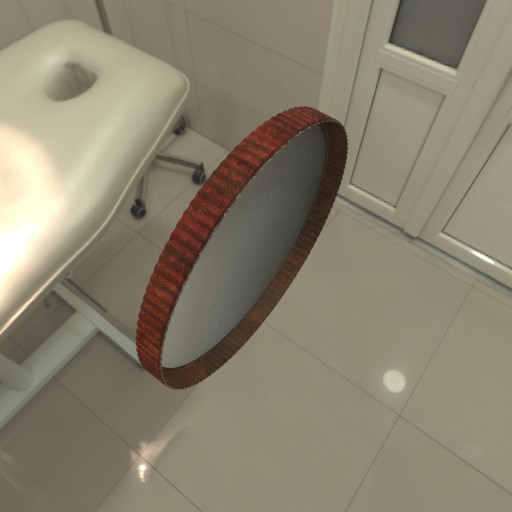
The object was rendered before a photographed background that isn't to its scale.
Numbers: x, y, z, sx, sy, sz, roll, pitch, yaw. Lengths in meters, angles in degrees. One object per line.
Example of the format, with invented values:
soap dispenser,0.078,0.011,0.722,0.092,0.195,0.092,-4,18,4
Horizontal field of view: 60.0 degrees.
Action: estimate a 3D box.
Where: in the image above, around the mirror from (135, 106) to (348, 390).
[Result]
mirror,0.000,0.000,0.907,0.056,0.609,0.609,33,64,18
